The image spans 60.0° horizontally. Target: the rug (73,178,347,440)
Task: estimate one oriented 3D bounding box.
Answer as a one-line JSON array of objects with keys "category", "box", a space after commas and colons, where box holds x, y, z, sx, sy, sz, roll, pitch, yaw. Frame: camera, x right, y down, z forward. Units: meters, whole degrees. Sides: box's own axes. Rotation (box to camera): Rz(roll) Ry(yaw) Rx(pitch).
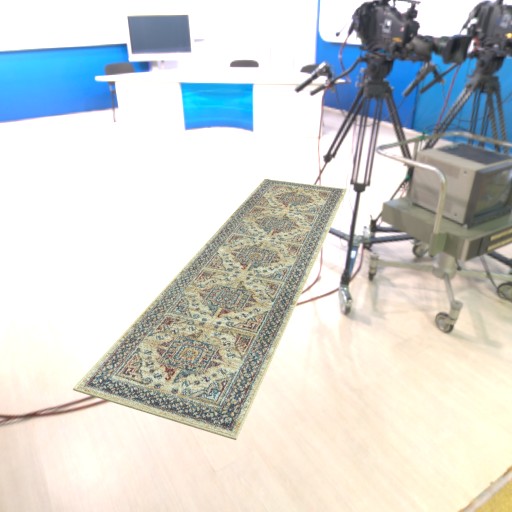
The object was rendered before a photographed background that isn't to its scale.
[{"category": "rug", "box": [0.000, 0.000, 2.502, 0.661, 0.013, 2.297, 10, 32, 16]}]
